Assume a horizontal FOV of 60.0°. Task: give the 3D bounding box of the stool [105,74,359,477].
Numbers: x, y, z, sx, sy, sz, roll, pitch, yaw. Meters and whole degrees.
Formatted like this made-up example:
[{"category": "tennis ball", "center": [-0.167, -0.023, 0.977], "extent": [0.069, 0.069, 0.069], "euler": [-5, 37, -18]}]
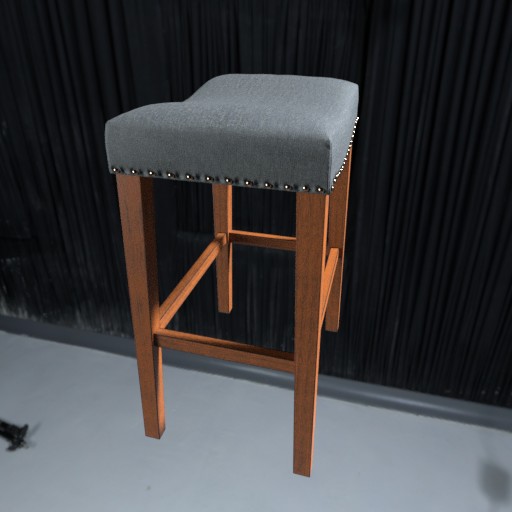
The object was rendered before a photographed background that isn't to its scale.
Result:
[{"category": "stool", "center": [0.000, 0.000, 0.851], "extent": [0.320, 0.612, 0.439], "euler": [8, 30, 14]}]
